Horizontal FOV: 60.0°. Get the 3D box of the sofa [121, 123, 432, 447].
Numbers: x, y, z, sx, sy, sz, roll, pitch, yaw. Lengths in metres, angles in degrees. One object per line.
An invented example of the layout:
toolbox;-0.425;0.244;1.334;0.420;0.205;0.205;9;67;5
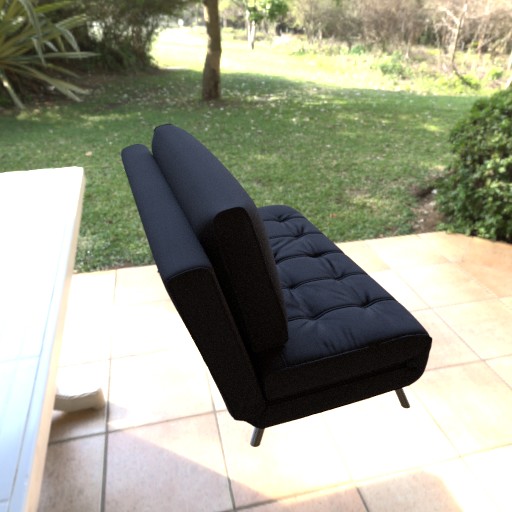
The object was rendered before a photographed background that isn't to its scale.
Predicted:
sofa;0.000;0.000;1.852;0.910;0.910;1.220;-10;31;-17
